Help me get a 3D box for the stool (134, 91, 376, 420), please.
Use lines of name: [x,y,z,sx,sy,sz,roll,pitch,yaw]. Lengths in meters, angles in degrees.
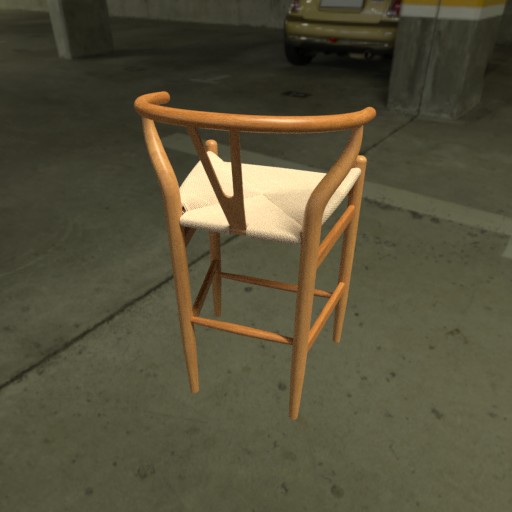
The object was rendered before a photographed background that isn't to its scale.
stool: [0.000,0.000,1.315,0.569,0.970,0.579,10,34,15]
